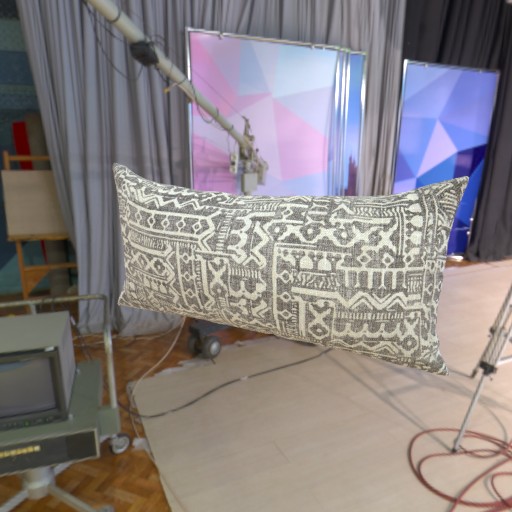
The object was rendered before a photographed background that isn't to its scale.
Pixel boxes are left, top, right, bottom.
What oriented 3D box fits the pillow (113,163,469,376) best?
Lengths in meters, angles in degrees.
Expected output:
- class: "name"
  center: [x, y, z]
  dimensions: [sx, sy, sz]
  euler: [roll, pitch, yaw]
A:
- class: "pillow"
  center: [0.000, 0.000, 0.744]
  dimensions: [0.631, 0.290, 0.148]
  euler: [7, 17, 25]
